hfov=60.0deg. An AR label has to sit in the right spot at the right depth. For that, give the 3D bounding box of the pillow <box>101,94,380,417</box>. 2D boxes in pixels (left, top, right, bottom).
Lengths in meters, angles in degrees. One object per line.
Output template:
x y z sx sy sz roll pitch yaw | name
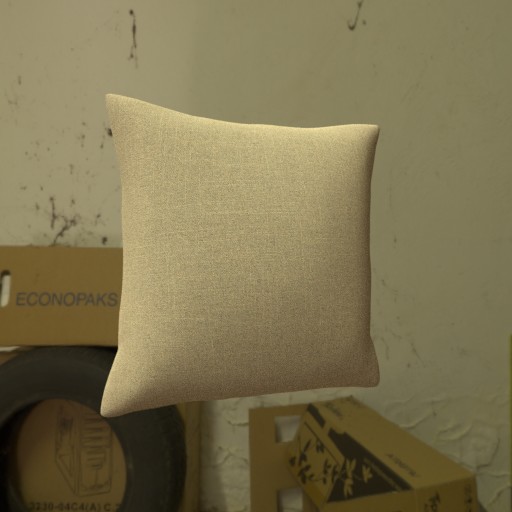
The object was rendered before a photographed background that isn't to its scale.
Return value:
0.000 0.000 0.776 0.512 0.506 0.178 0 0 -20 | pillow
